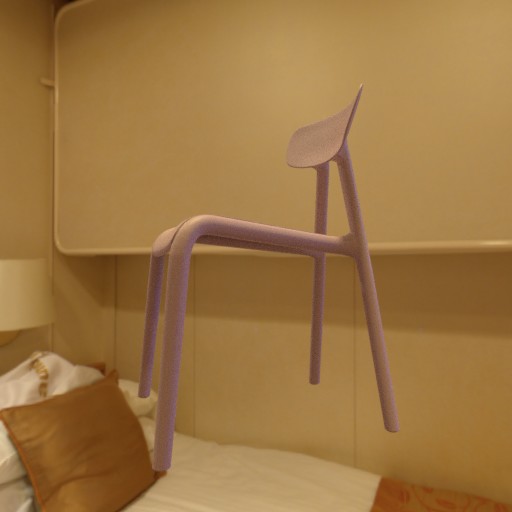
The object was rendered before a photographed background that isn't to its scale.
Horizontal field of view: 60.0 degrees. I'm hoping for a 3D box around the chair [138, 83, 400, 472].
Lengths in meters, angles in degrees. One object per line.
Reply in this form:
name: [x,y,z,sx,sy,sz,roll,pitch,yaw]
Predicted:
chair: [0.000,0.000,0.817,0.401,0.580,0.356,0,-1,-18]
